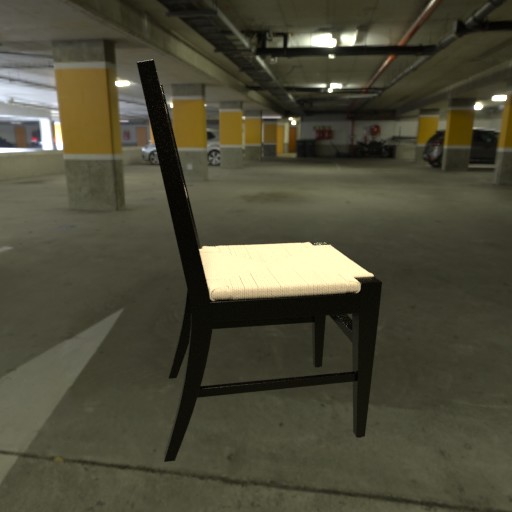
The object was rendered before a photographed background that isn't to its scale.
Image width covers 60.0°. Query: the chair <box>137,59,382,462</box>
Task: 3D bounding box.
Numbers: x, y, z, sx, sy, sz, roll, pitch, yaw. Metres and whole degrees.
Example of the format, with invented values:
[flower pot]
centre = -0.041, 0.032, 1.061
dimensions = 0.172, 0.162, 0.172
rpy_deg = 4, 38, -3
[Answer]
[chair]
centre = 0.000, 0.000, 1.226
dimensions = 0.552, 0.927, 0.437
rpy_deg = -2, 15, -9
